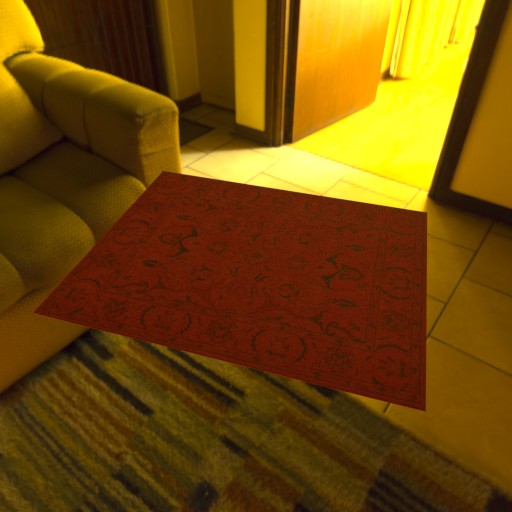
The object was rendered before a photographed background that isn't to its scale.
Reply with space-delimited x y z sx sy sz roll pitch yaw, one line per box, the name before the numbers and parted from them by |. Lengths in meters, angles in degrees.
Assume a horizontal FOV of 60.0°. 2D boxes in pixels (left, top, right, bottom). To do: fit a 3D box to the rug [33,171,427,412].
rug | 0.000 0.000 3.960 2.929 0.012 2.300 11 41 13
